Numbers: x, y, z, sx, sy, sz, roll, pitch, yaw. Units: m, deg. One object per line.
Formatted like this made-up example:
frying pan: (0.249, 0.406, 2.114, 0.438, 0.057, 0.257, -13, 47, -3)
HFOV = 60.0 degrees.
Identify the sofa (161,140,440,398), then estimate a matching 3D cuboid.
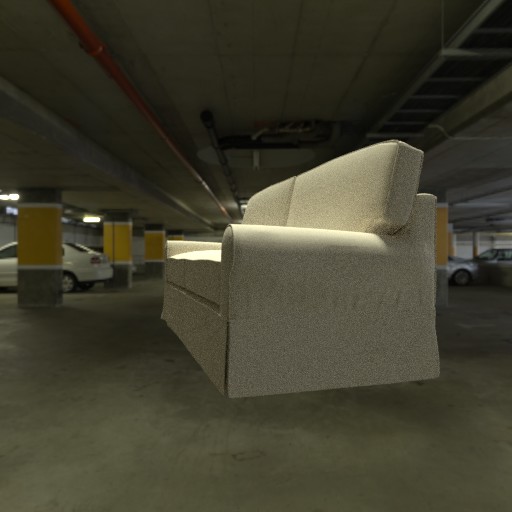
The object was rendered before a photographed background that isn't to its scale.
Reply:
sofa: (0.000, 0.000, 2.481, 0.862, 0.937, 2.021, 0, 0, -18)
